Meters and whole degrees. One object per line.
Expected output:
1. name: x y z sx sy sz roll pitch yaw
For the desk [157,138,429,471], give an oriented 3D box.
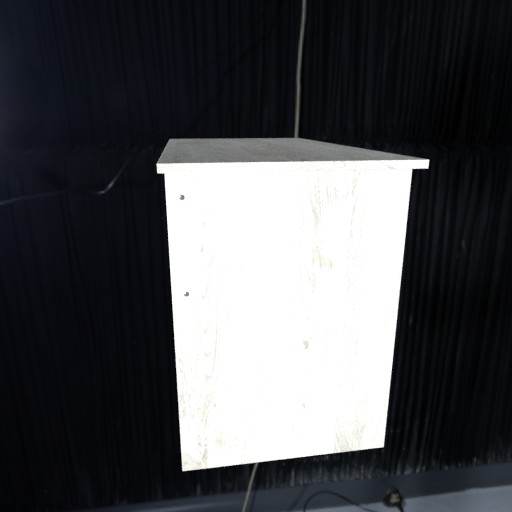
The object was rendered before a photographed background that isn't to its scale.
1. desk: 0.000 0.000 1.510 0.560 0.730 1.096 -3 17 -9
